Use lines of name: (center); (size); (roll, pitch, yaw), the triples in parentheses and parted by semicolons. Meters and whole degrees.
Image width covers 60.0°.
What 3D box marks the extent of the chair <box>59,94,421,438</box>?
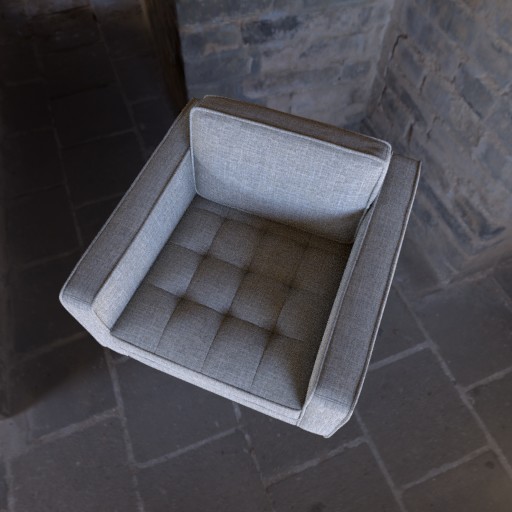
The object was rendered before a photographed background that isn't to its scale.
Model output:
chair: (0.000, 0.000, 1.547); (0.889, 0.765, 0.914); (19, 62, 11)
